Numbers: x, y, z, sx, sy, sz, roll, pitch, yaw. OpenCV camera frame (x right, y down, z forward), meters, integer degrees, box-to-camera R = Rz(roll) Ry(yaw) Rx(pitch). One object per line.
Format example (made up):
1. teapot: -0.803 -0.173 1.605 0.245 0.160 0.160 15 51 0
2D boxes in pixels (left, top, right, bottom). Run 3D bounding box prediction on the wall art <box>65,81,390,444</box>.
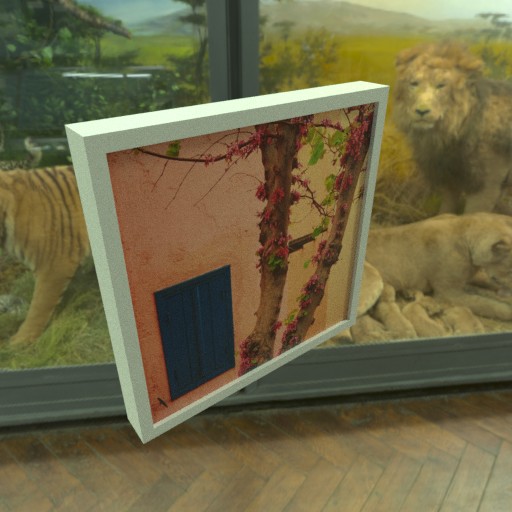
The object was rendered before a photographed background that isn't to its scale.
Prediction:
1. wall art: 0.000 0.000 0.450 0.305 0.302 0.038 -21 36 -31
